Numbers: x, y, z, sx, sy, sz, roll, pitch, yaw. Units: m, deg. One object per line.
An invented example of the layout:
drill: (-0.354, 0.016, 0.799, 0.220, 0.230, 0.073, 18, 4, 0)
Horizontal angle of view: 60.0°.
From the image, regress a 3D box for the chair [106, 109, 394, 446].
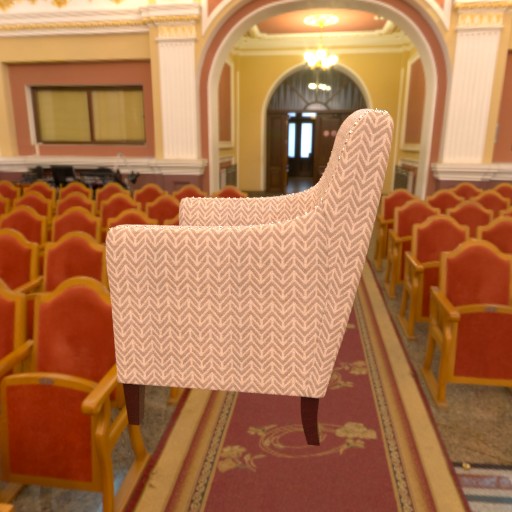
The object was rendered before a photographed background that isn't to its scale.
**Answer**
chair: (0.000, 0.000, 1.324, 0.651, 0.816, 0.623, 2, 14, 8)
